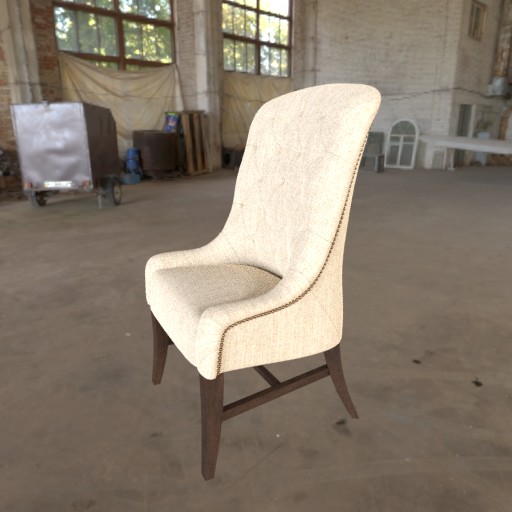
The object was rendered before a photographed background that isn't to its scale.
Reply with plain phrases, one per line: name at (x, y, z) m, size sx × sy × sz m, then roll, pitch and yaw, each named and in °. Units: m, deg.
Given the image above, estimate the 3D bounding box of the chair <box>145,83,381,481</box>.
chair at (0.000, 0.000, 1.477) m, size 0.629 × 1.091 × 0.634 m, roll -8°, pitch 18°, yaw -26°
